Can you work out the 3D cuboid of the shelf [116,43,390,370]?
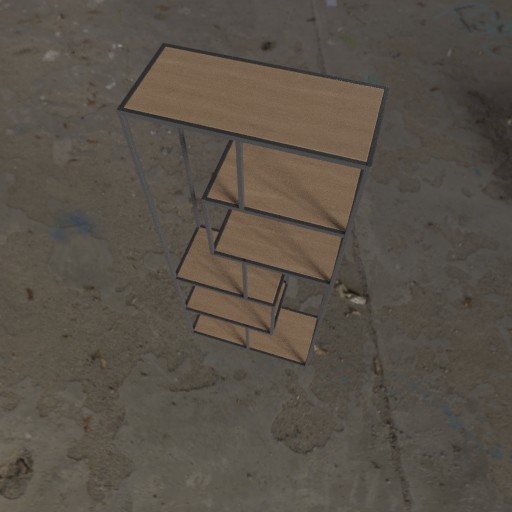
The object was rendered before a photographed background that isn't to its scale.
[{"bbox_3d":[0.000,0.000,2.143,0.770,1.850,0.350,15,60,9],"label":"shelf"}]
